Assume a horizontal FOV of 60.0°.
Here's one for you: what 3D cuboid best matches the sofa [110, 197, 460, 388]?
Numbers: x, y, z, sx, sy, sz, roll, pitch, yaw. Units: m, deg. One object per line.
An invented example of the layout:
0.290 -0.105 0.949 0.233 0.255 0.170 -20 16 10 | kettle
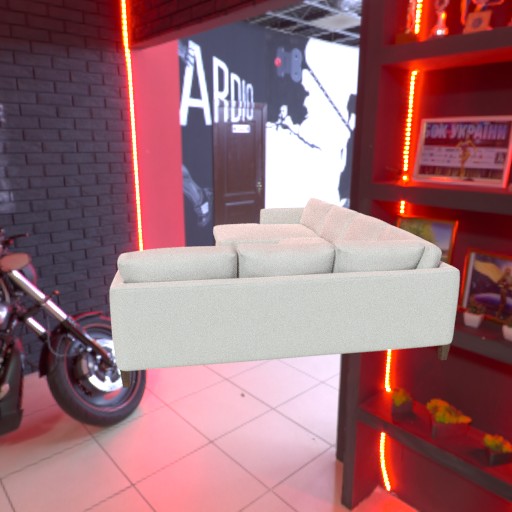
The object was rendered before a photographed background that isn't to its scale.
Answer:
0.000 0.000 4.805 2.593 0.956 3.459 -2 14 -9 | sofa
